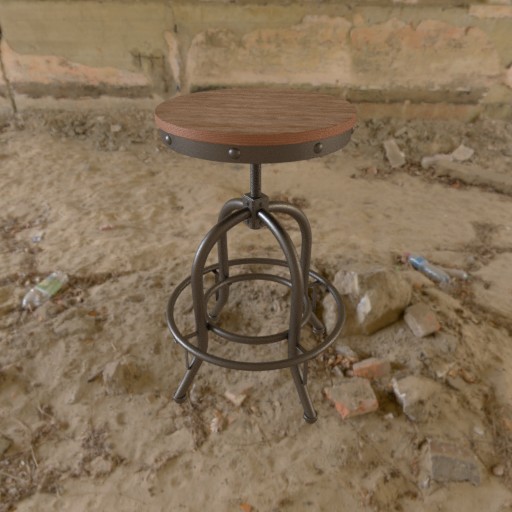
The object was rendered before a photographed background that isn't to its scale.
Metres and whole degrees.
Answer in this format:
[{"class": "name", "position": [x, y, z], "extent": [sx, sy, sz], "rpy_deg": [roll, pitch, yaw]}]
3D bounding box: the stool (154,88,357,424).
[{"class": "stool", "position": [0.000, 0.000, 0.932], "extent": [0.439, 0.609, 0.439], "rpy_deg": [-19, 36, -29]}]
